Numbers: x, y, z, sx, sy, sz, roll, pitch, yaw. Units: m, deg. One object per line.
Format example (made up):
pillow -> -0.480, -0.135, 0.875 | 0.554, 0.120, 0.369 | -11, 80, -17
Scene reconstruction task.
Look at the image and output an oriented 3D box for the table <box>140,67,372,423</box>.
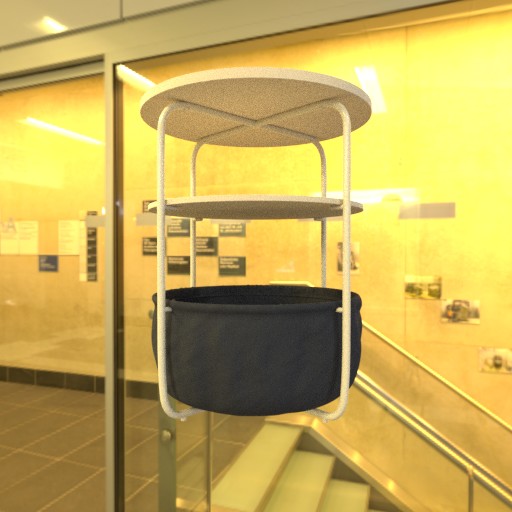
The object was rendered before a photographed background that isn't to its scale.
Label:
table -> 0.000, 0.000, 0.829 | 0.418, 0.532, 0.418 | 0, 1, 2
